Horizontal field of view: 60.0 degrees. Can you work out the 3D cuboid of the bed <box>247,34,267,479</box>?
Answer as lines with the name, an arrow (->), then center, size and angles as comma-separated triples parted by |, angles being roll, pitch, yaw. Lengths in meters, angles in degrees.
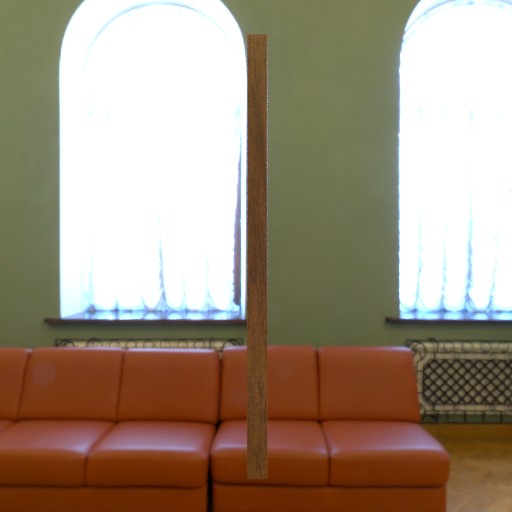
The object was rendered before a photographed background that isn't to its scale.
bed -> 0.000, 0.000, 1.455 | 0.043, 0.940, 1.041 | 0, 0, 0
